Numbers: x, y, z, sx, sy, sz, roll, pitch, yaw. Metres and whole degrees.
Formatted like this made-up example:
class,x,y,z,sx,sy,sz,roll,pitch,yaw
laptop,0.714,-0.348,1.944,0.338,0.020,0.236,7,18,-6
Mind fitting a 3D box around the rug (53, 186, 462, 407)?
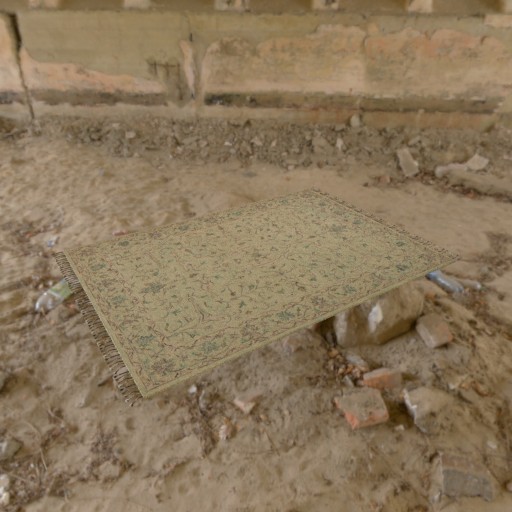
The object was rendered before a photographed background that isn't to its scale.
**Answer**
class,x,y,z,sx,sy,sz,roll,pitch,yaw
rug,0.000,0.000,2.342,1.802,0.008,1.247,-18,34,-28
